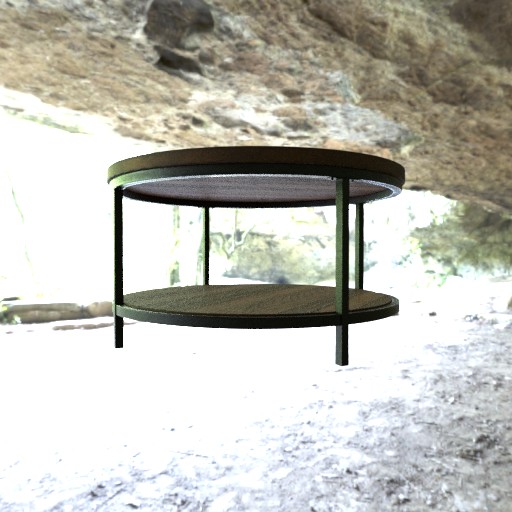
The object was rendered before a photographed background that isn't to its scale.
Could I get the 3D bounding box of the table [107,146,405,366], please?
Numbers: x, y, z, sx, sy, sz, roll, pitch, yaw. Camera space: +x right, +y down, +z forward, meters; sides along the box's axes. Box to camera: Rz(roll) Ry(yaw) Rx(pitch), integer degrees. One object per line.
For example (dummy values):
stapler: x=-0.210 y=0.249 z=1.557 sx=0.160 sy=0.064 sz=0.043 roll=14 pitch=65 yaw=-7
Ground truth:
table: x=0.000 y=0.000 z=1.317 sx=0.837 sy=0.462 sz=0.837 roll=0 pitch=1 yaw=0
